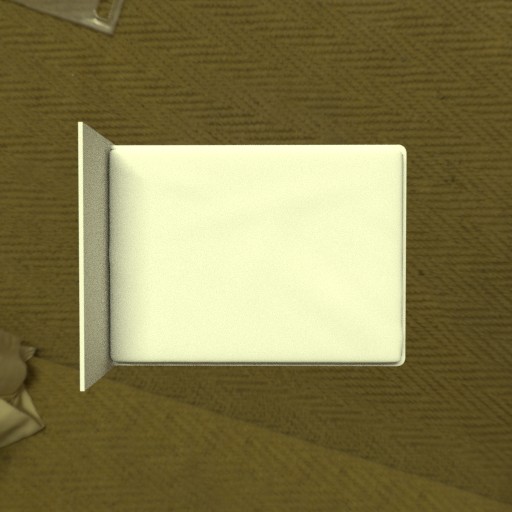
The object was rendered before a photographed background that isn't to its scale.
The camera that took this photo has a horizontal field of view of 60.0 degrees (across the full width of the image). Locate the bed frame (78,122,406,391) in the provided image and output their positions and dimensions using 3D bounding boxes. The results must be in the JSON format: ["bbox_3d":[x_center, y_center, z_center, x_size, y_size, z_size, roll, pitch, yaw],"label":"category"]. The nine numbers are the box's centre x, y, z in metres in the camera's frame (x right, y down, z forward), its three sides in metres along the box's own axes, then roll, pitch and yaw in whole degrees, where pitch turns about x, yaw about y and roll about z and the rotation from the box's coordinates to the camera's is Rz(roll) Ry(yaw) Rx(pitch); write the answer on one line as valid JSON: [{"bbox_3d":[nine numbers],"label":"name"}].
[{"bbox_3d":[0.000,0.000,2.844,1.950,0.800,1.490,0,91,1],"label":"bed frame"}]
